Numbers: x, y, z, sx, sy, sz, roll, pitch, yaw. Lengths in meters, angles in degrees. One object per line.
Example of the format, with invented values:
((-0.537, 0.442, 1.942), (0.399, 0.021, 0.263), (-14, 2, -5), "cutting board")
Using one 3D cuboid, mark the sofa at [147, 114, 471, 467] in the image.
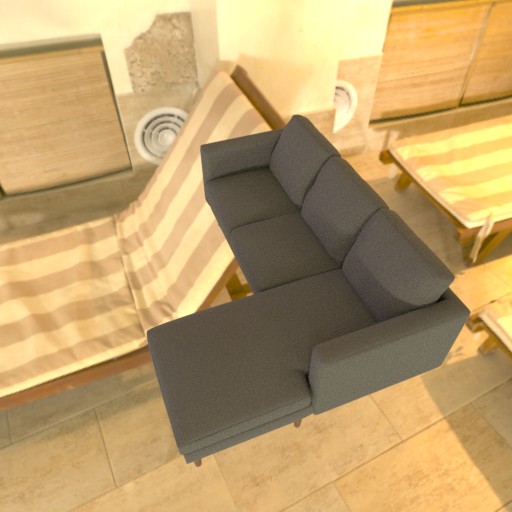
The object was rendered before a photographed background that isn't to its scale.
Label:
((0.000, 0.000, 2.891), (1.591, 0.897, 2.031), (-16, 48, -15), "sofa")
